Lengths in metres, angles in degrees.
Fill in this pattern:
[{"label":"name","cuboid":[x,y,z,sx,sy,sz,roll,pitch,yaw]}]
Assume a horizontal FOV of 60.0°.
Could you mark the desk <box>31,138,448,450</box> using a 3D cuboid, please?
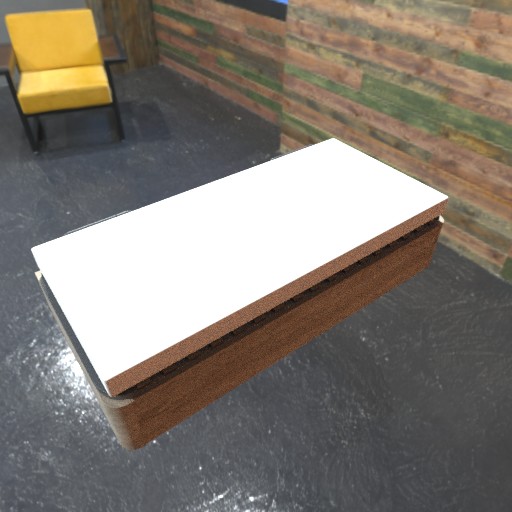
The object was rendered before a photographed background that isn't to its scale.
[{"label":"desk","cuboid":[0.000,0.000,2.260,1.900,0.455,0.900,-26,47,-27]}]
